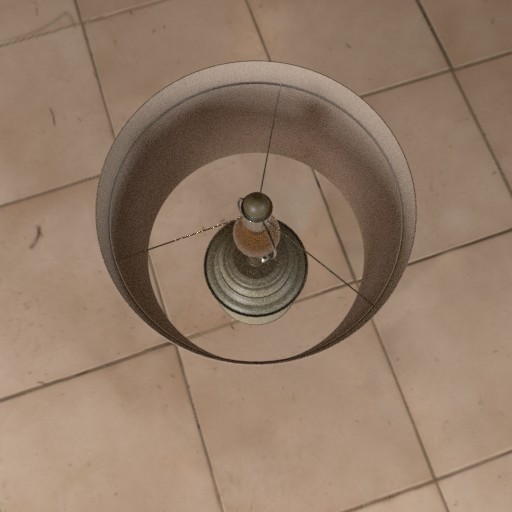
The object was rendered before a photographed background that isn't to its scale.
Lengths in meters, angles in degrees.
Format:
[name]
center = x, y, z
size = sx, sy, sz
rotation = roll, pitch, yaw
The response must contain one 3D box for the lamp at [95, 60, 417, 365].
[lamp]
center = 0.000, 0.000, 0.672
size = 0.318, 0.486, 0.318
rotation = 0, 77, 0
